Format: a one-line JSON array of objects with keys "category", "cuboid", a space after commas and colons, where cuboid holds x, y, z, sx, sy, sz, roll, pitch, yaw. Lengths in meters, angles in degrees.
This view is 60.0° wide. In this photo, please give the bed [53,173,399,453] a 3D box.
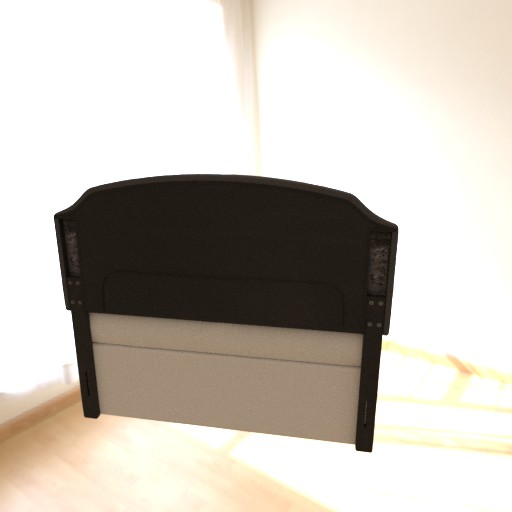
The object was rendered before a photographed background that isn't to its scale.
[{"category": "bed", "cuboid": [0.000, 0.000, 2.951, 1.558, 1.270, 1.999, 3, 16, 10]}]
